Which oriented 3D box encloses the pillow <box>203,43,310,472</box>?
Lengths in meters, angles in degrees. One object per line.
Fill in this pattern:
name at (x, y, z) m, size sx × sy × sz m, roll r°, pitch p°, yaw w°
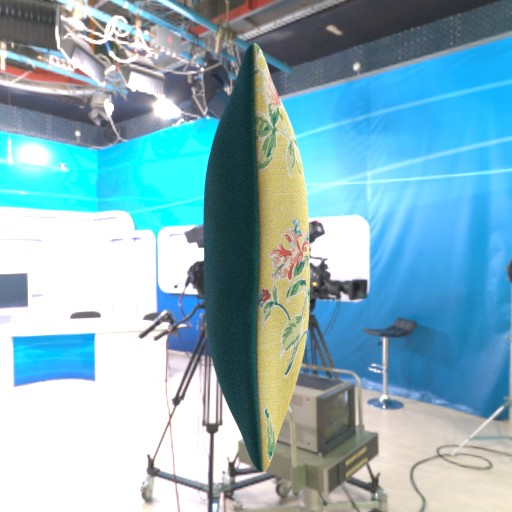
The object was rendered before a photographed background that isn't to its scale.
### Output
pillow at (0.000, 0.000, 0.780) m, size 0.166 × 0.508 × 0.525 m, roll 0°, pitch 0°, yaw 0°
